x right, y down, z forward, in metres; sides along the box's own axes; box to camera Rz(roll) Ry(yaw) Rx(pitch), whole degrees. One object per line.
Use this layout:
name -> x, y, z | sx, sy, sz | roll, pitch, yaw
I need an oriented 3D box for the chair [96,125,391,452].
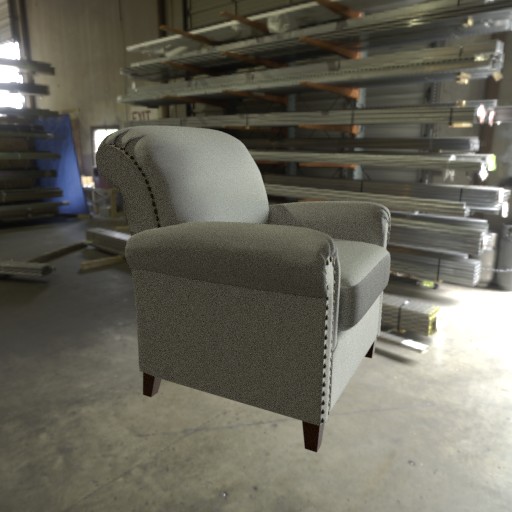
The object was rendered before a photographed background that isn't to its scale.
chair -> 0.000, 0.000, 1.632 | 0.890, 0.927, 0.854 | 7, 15, 27
